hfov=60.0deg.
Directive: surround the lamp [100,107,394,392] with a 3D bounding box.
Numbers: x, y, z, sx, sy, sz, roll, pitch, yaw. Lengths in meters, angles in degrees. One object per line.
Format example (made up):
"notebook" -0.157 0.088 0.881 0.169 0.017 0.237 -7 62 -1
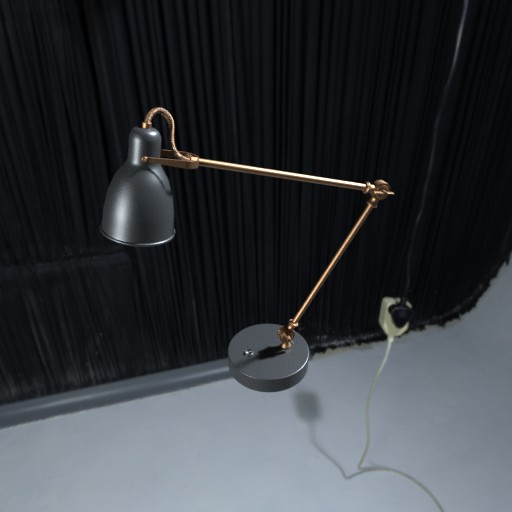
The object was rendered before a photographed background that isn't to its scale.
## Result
"lamp" 0.000 0.000 0.884 0.561 0.587 0.187 -8 31 -14
